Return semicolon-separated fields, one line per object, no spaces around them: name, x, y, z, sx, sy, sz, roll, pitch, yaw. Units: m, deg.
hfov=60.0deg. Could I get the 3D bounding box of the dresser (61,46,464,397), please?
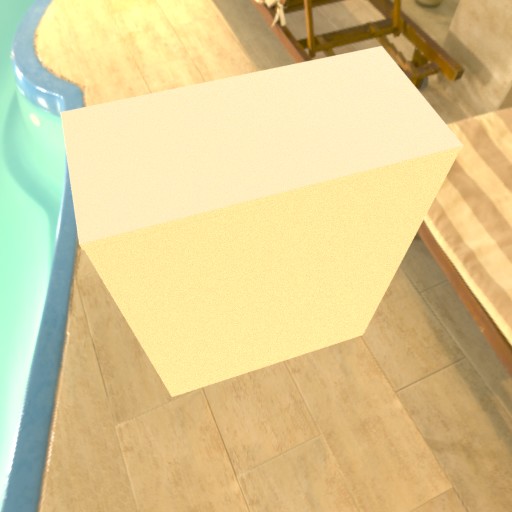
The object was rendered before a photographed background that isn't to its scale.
dresser;0.000;0.000;1.405;0.800;1.040;0.380;-16;59;-10
